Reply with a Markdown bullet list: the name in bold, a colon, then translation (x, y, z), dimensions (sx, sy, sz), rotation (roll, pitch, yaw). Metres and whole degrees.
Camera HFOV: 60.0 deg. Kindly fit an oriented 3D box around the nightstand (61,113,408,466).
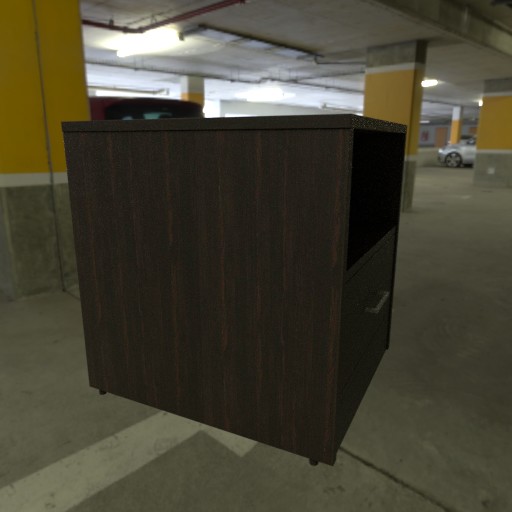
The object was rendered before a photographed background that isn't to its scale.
- **nightstand**: translation (0.000, 0.000, 0.802), dimensions (0.461, 0.460, 0.400), rotation (7, 16, 26)
